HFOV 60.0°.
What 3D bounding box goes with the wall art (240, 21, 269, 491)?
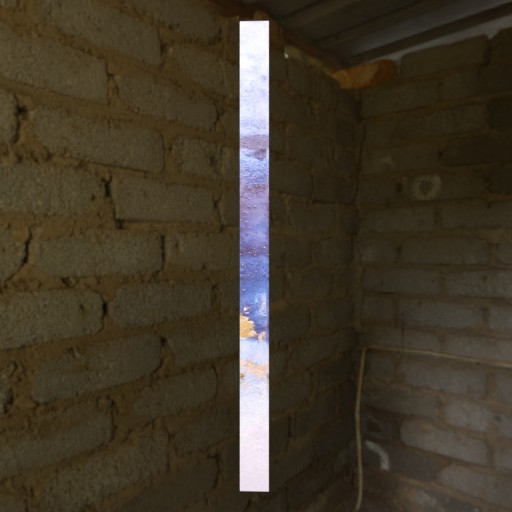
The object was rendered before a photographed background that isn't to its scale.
[{"bbox_3d":[0.000,0.000,0.765,0.036,0.581,0.437,0,0,0],"label":"wall art"}]
